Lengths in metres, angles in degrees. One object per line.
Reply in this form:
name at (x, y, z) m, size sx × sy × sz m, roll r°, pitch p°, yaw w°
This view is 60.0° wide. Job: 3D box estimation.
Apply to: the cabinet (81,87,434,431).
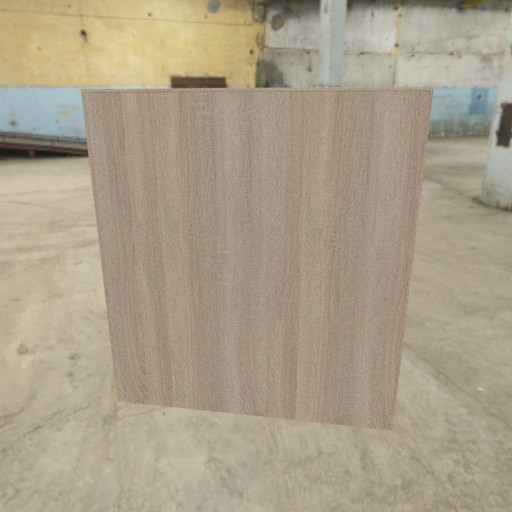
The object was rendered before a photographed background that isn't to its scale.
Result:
cabinet at (0.000, 0.000, 2.936) m, size 1.870 × 2.060 × 0.620 m, roll 3°, pitch 19°, yaw 9°
